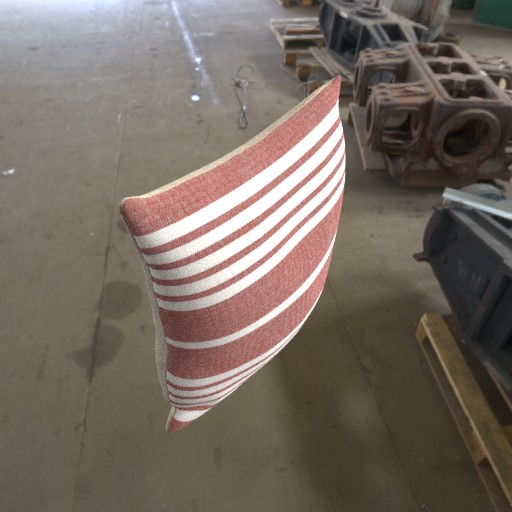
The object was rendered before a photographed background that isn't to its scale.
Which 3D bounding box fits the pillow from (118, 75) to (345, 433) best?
[{"bbox_3d":[0.000,0.000,0.669,0.182,0.427,0.439,26,48,26],"label":"pillow"}]
